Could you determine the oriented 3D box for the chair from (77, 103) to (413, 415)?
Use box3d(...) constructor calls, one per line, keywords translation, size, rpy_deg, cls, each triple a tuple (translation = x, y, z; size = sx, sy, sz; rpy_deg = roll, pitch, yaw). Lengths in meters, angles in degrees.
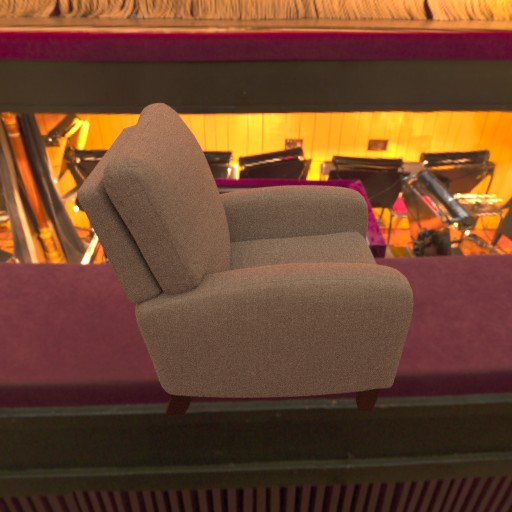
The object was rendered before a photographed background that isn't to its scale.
box3d(translation=(0.000, 0.000, 1.668), size=(0.990, 0.990, 0.762), rpy_deg=(-1, 33, -1), cls="chair")
